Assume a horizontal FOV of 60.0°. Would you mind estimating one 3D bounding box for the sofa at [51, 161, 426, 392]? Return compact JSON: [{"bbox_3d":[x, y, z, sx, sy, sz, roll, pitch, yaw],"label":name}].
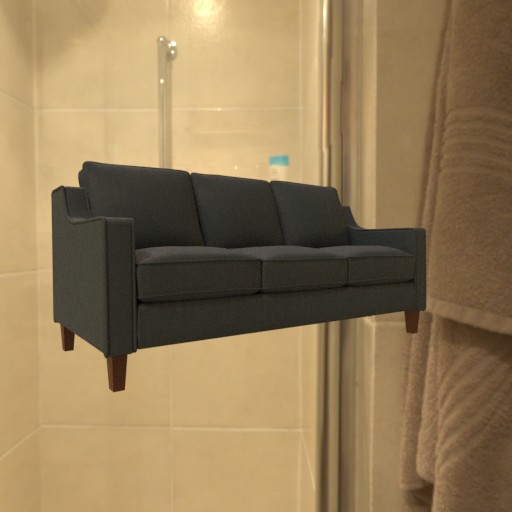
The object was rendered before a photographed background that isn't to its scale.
[{"bbox_3d":[0.000,0.000,2.531,1.986,0.974,0.911,-1,2,-36],"label":"sofa"}]
